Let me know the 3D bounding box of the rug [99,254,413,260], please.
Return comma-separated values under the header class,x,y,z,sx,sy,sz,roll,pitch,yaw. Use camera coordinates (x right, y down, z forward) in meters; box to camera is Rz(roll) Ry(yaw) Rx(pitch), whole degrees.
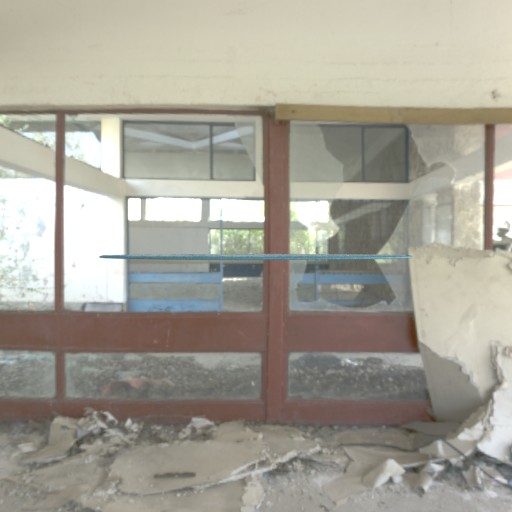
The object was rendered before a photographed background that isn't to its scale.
class,x,y,z,sx,sy,sz,roll,pitch,yaw
rug,0.000,0.000,2.386,1.593,0.012,1.593,0,1,0
